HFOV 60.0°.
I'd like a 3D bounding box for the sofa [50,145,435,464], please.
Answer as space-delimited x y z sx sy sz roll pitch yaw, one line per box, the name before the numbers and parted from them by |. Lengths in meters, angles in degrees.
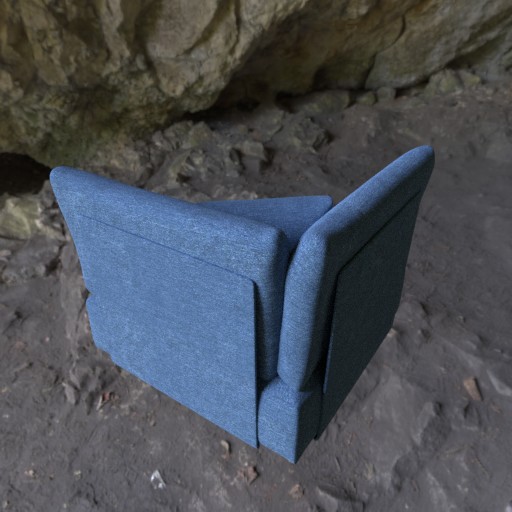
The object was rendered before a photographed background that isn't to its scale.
sofa | 0.000 0.000 1.754 1.000 0.820 1.000 19 35 29
